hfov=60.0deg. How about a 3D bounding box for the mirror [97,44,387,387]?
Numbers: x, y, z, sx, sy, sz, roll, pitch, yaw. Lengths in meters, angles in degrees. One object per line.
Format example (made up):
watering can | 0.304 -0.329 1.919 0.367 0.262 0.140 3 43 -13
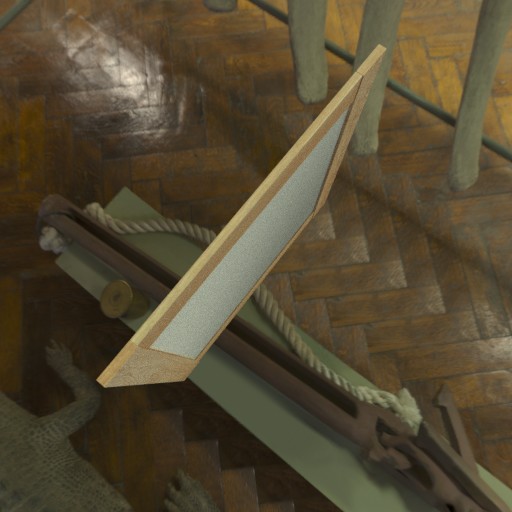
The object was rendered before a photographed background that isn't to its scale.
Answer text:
mirror | 0.000 0.000 1.166 0.020 0.800 0.800 37 78 9
